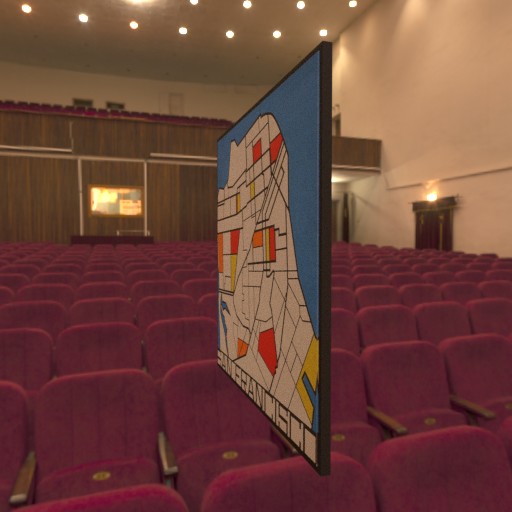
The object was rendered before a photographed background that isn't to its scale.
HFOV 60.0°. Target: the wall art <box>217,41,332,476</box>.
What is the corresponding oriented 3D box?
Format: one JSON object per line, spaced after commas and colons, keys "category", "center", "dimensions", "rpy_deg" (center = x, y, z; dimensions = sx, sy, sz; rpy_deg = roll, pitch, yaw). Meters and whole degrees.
{"category": "wall art", "center": [0.000, 0.000, 0.683], "dimensions": [0.013, 0.457, 0.458], "rpy_deg": [-1, 2, -19]}
